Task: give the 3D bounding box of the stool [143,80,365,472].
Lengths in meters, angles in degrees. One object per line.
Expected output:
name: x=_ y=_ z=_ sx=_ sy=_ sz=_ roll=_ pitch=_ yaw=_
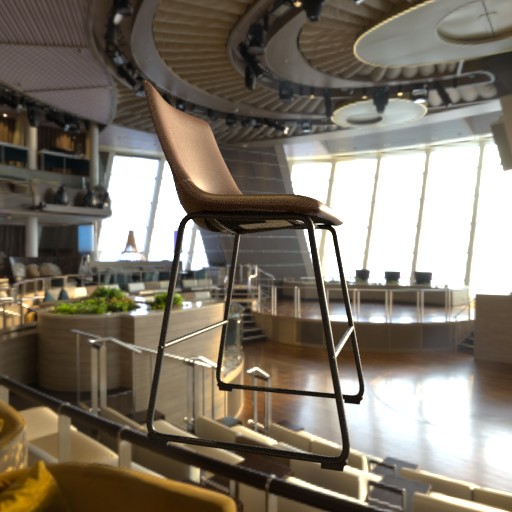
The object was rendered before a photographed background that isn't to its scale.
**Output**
stool: x=0.000 y=0.000 z=1.212 sx=0.550 sy=0.890 sz=0.460 roll=0 pitch=0 yaw=18
